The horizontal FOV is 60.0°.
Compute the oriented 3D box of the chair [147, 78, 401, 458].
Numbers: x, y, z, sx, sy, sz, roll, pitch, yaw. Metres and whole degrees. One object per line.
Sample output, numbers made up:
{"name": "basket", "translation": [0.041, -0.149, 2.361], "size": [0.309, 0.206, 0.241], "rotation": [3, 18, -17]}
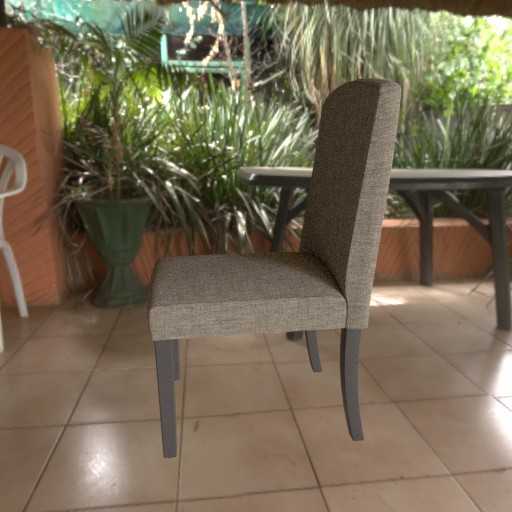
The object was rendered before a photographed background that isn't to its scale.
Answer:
{"name": "chair", "translation": [0.000, 0.000, 1.220], "size": [0.580, 0.917, 0.451], "rotation": [-2, 13, -8]}
